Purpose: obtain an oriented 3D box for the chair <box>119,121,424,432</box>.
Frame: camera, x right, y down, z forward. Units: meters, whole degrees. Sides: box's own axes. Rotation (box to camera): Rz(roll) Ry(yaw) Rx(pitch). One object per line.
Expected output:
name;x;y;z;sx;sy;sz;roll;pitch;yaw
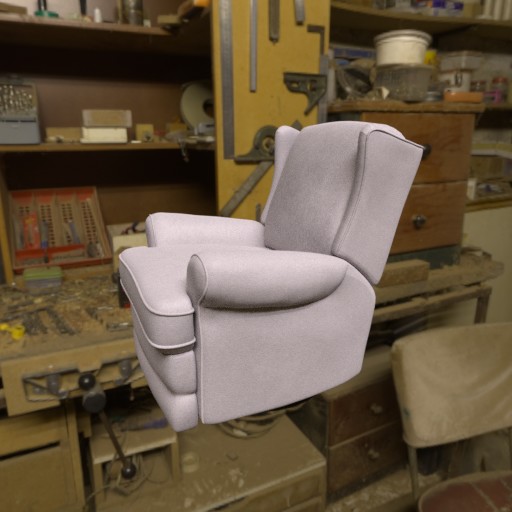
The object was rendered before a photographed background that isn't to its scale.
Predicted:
chair;0.000;0.000;1.726;0.969;1.011;0.847;-7;17;-23
